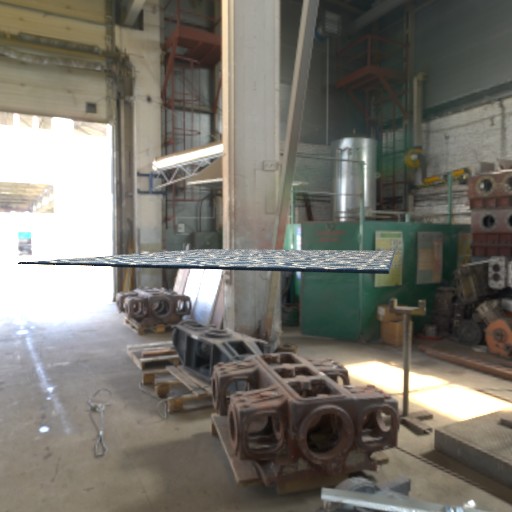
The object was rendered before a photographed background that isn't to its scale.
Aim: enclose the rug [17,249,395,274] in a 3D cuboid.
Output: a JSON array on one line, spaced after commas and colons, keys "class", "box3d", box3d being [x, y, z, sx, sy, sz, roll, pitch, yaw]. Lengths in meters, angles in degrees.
[{"class": "rug", "box3d": [0.000, 0.000, 3.835, 2.270, 0.020, 2.881, 1, 3, 18]}]
